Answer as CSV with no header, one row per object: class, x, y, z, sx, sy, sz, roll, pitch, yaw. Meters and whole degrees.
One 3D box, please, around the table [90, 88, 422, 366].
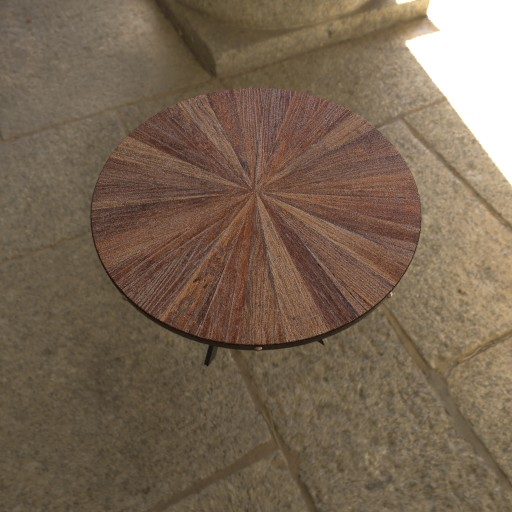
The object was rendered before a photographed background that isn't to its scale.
table,0.000,0.000,1.482,0.885,0.658,0.885,0,57,0
